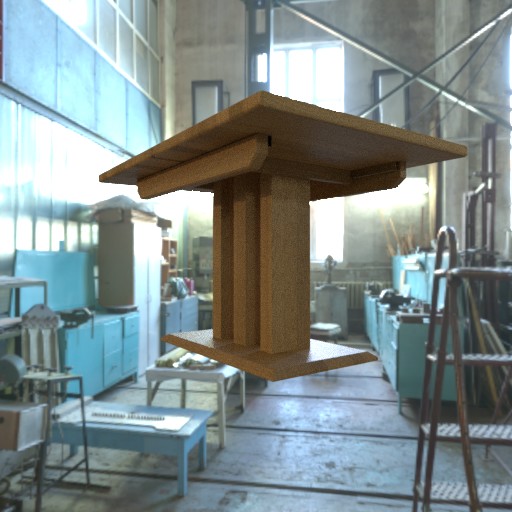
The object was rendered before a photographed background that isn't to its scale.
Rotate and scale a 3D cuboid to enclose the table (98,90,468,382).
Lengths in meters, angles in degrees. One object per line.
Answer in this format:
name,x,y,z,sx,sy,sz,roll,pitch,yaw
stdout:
table,0.000,0.000,1.815,0.900,0.770,1.300,0,0,-36
